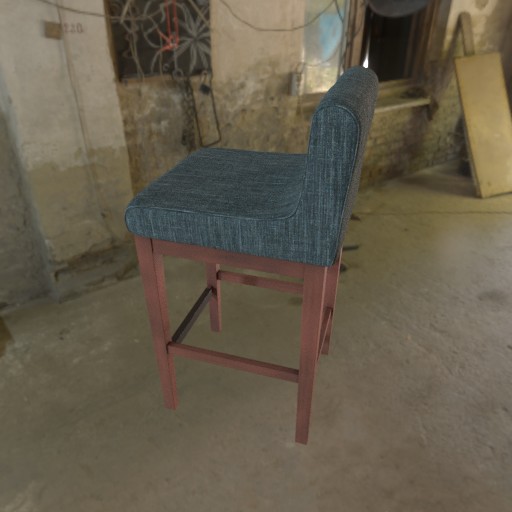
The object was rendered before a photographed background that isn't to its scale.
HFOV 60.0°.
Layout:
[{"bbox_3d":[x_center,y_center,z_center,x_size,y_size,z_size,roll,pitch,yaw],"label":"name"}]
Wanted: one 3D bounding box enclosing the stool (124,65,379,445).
[{"bbox_3d":[0.000,0.000,1.080,0.459,0.835,0.395,9,32,15],"label":"stool"}]
